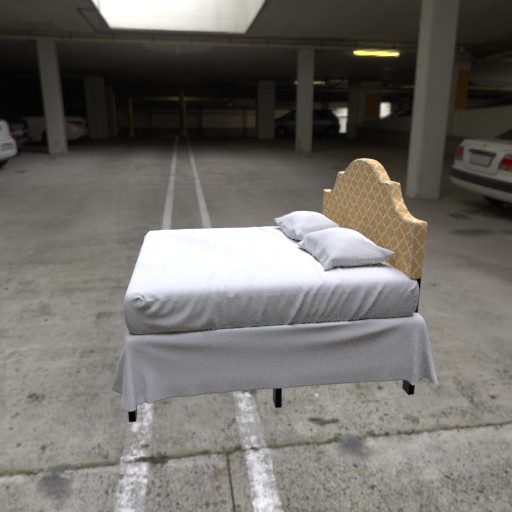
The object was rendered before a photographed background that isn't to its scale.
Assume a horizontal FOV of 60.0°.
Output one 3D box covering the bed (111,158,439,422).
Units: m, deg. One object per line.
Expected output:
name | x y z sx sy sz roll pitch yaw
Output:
bed | 0.000 0.000 3.762 2.222 1.601 2.314 -2 15 -9
